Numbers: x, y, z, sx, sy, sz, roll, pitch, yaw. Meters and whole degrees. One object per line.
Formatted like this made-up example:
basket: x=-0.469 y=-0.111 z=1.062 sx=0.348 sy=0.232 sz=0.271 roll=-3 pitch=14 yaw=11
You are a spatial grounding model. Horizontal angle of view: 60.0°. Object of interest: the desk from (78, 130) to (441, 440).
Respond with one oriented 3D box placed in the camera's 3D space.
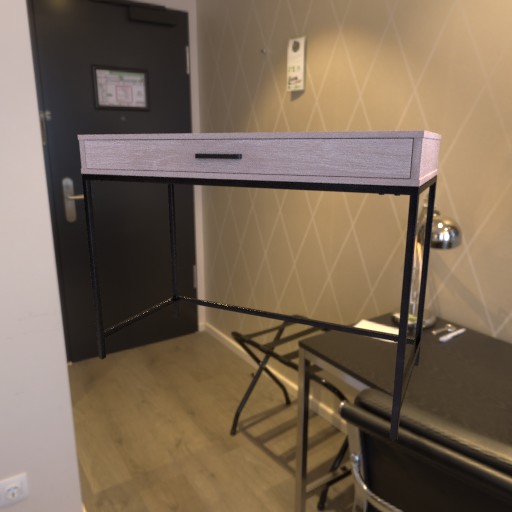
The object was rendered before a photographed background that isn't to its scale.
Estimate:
desk: x=0.000 y=0.000 z=1.444 sx=1.016 sy=0.762 sz=0.470 roll=7 pitch=16 yaw=25
